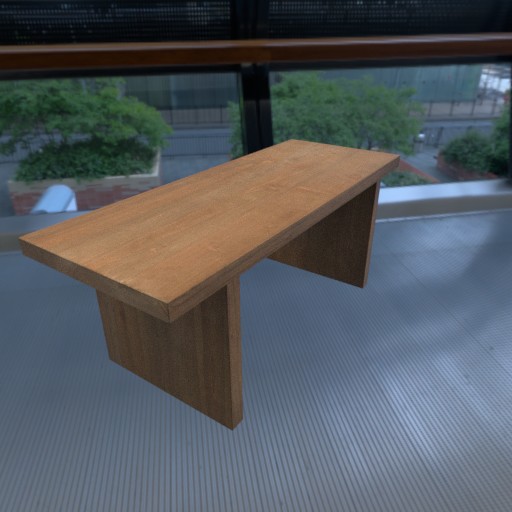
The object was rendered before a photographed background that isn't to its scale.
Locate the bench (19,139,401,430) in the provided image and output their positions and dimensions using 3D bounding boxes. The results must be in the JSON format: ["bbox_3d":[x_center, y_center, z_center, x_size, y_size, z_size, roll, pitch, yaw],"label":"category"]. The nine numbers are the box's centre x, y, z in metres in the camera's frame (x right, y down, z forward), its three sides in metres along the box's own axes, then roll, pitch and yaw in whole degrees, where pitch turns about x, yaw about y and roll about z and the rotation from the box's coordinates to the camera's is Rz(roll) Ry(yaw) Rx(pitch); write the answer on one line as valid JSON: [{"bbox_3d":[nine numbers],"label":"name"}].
[{"bbox_3d":[0.000,0.000,1.400,0.458,0.458,1.183,18,32,30],"label":"bench"}]
